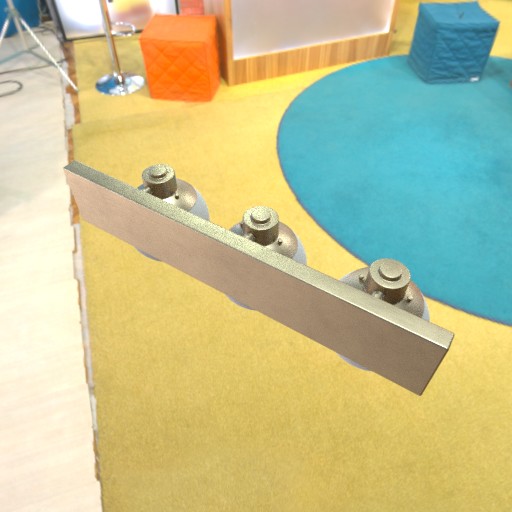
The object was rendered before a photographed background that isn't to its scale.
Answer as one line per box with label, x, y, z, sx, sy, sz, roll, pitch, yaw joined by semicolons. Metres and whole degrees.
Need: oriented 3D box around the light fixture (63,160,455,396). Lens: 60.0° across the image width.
light fixture;0.000;0.000;0.854;0.721;0.263;0.218;25;52;22
